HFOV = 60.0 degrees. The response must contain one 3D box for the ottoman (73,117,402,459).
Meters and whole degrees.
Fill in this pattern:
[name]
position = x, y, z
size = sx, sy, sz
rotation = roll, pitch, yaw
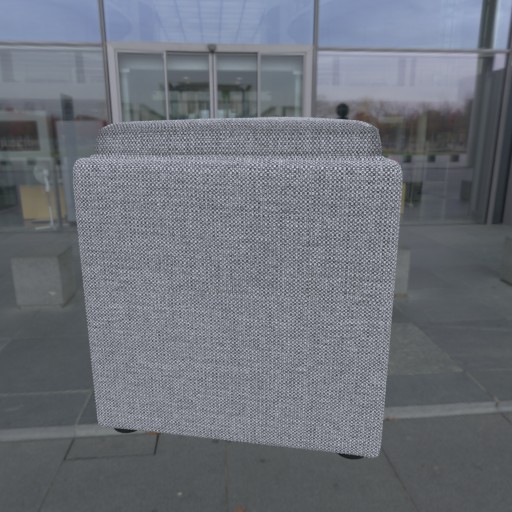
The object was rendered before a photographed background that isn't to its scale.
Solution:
[ottoman]
position = 0.000, 0.000, 0.818
size = 0.436, 0.487, 0.454
rotation = 2, 15, 9
